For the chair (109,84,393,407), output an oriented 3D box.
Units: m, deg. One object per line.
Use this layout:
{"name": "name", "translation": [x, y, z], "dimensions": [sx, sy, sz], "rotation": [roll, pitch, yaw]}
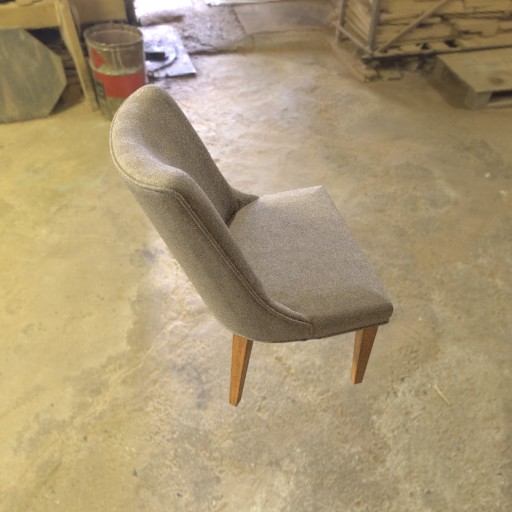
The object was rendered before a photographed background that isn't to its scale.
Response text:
{"name": "chair", "translation": [0.000, 0.000, 1.300], "dimensions": [0.636, 0.916, 0.548], "rotation": [-11, 48, -10]}
